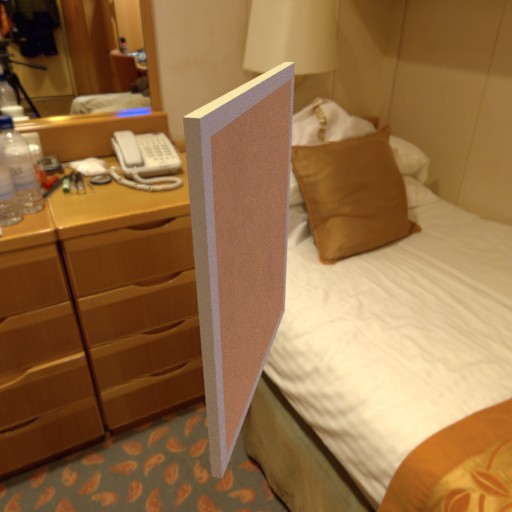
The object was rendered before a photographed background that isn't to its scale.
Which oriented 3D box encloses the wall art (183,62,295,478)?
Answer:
[{"bbox_3d":[0.000,0.000,1.094,0.026,0.811,0.661,8,31,14],"label":"wall art"}]
